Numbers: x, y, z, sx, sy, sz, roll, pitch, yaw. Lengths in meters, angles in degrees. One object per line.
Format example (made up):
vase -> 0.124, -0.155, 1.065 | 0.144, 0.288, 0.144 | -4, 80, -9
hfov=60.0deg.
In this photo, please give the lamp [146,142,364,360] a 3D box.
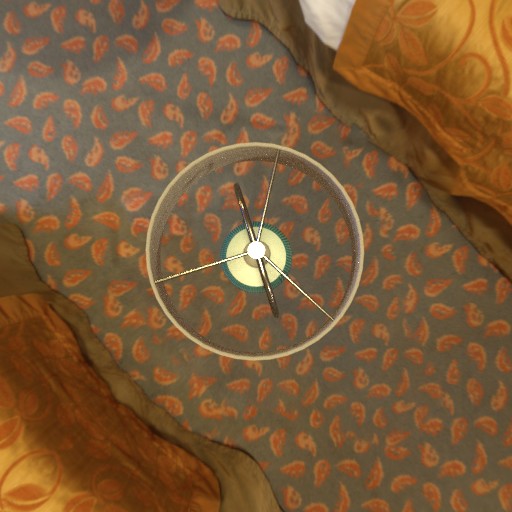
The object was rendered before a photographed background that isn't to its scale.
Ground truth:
lamp -> 0.000, 0.000, 0.558 | 0.254, 0.392, 0.254 | 0, 89, 0
